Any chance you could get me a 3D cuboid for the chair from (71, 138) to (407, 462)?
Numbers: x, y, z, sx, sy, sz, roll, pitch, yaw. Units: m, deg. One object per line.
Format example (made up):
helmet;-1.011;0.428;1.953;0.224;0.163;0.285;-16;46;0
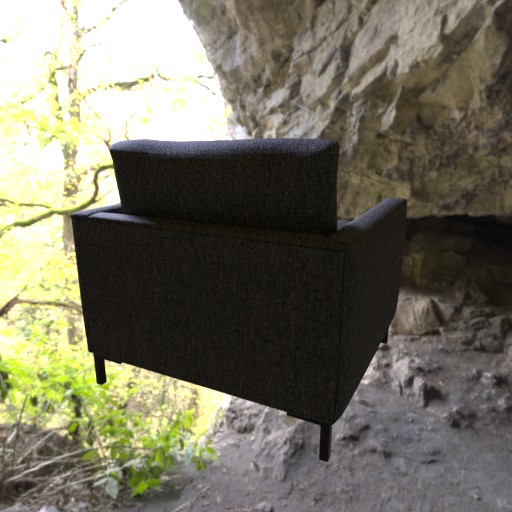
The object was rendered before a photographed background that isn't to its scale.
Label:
chair;0.000;0.000;1.658;0.963;0.861;0.866;8;17;26
